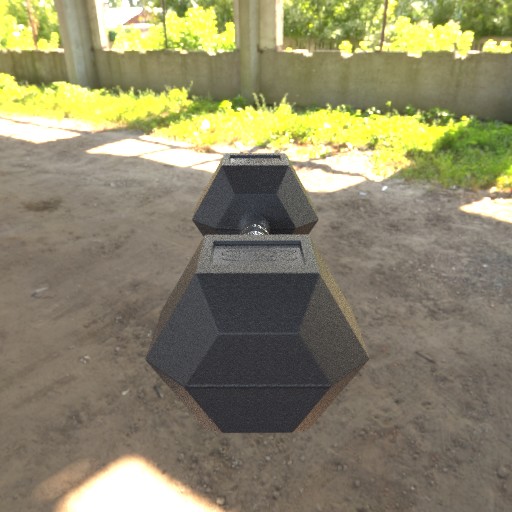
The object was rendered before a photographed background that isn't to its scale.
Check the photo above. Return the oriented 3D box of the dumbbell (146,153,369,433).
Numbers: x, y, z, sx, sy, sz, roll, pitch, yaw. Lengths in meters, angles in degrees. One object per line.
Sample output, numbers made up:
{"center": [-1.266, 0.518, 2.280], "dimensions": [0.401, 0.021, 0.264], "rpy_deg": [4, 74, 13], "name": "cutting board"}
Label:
{"center": [0.000, 0.000, 0.377], "dimensions": [0.129, 0.113, 0.315], "rpy_deg": [0, 26, 0], "name": "dumbbell"}
